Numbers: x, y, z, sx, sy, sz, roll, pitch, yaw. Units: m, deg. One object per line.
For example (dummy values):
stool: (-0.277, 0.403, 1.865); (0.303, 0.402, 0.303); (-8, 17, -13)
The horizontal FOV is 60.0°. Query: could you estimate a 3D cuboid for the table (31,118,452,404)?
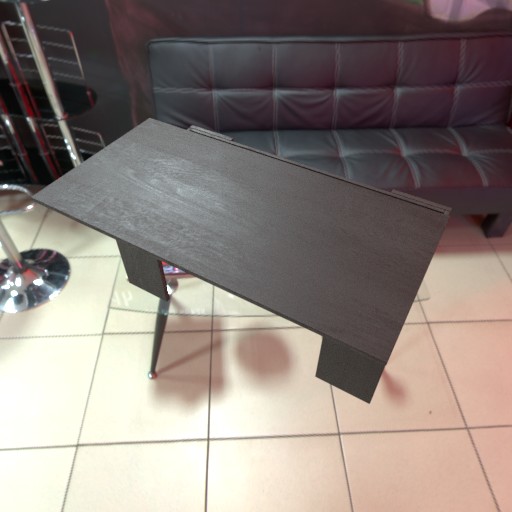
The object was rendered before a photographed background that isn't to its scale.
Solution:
table: (0.000, 0.000, 1.442); (1.000, 0.570, 0.711); (23, 50, 21)
